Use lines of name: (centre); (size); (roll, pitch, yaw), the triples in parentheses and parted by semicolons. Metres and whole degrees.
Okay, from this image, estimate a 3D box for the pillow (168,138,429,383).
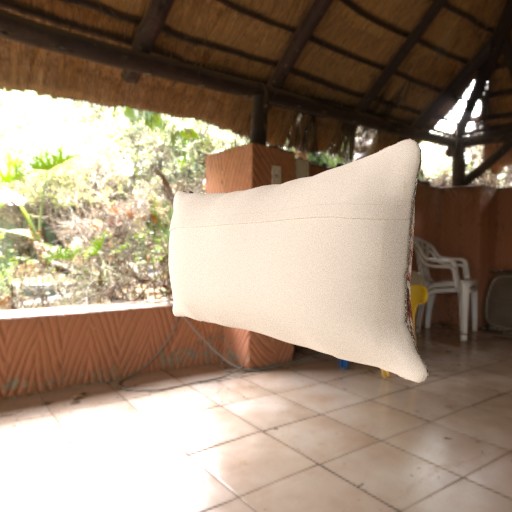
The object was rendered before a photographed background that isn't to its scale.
pillow: (0.000, 0.000, 0.746); (0.139, 0.282, 0.635); (-1, 1, -37)
